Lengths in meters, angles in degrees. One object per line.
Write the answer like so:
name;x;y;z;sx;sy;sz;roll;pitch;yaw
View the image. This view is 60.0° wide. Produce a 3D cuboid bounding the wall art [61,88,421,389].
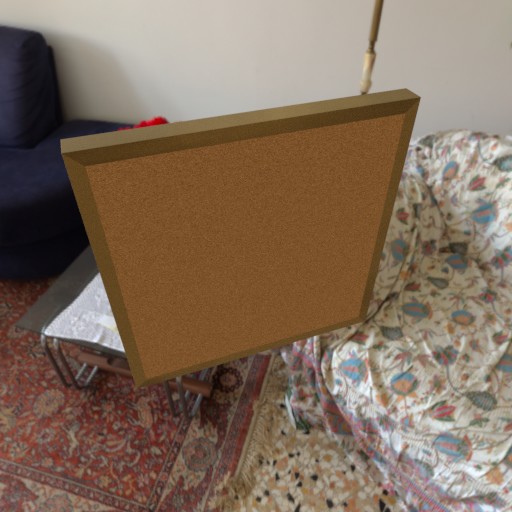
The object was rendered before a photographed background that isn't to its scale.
wall art;0.000;0.000;0.775;0.507;0.508;0.038;-13;43;-15
